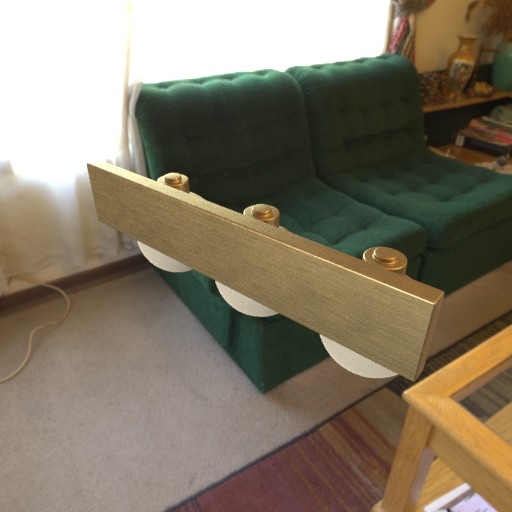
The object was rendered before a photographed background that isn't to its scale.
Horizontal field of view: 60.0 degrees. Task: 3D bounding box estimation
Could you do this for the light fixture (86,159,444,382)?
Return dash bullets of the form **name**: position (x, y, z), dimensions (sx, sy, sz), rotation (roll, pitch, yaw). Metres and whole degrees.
- **light fixture**: position (0.000, 0.000, 0.848), dimensions (0.721, 0.263, 0.218), rotation (24, 39, 33)
